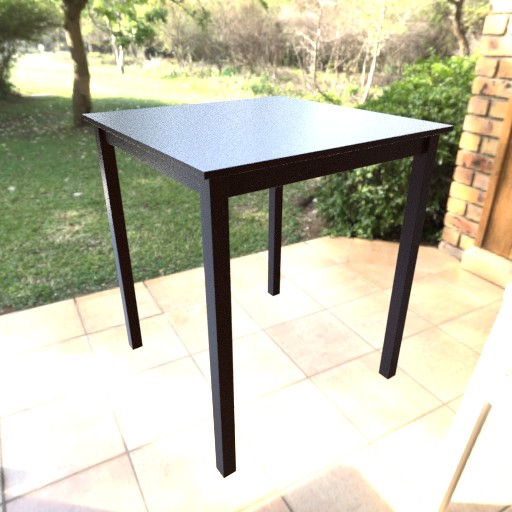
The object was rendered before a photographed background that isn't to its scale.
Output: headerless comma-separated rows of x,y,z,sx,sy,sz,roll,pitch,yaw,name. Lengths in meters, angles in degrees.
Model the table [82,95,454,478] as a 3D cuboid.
0.000,0.000,1.659,0.861,0.991,0.861,-18,32,-31,table
